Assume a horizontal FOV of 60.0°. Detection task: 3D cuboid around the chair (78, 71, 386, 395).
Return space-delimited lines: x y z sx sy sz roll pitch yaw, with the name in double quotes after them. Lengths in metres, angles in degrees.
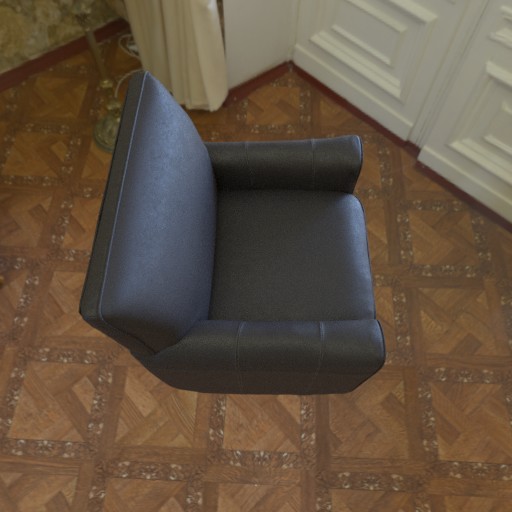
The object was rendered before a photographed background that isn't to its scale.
0.000 0.000 1.603 0.825 0.943 0.870 1 63 1 "chair"
